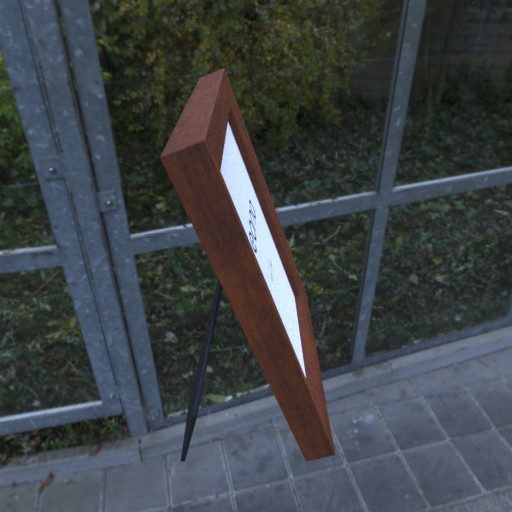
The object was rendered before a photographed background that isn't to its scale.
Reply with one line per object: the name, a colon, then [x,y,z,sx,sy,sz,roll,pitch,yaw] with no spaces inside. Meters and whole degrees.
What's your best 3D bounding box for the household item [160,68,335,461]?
household item: [0.000,0.000,0.290,0.096,0.204,0.160,0,32,-1]
